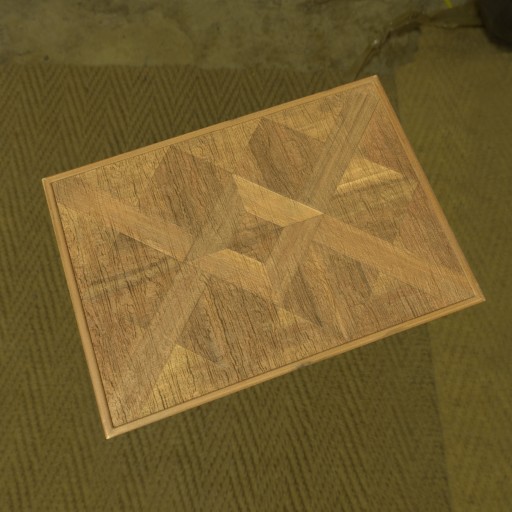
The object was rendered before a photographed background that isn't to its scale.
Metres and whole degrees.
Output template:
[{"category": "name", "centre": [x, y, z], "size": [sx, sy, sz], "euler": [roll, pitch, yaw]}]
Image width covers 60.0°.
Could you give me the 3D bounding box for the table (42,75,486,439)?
[{"category": "table", "centre": [0.000, 0.000, 1.689], "size": [1.238, 0.492, 0.877], "euler": [-19, 76, -5]}]
